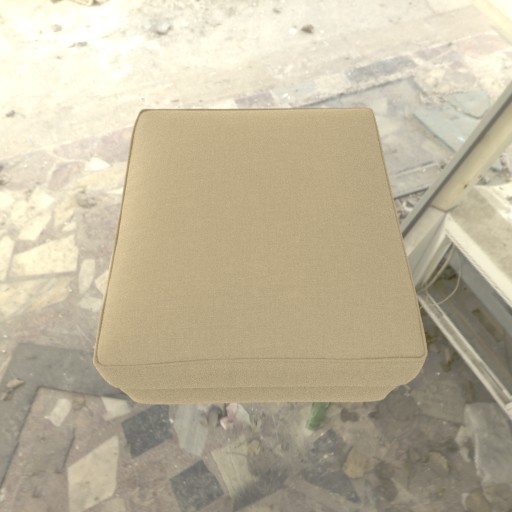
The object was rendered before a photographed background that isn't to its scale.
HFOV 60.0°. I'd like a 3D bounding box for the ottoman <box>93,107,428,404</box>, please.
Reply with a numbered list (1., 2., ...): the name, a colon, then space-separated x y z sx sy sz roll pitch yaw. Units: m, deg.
1. ottoman: 0.000 0.000 1.145 0.662 0.505 0.716 -1 59 0
